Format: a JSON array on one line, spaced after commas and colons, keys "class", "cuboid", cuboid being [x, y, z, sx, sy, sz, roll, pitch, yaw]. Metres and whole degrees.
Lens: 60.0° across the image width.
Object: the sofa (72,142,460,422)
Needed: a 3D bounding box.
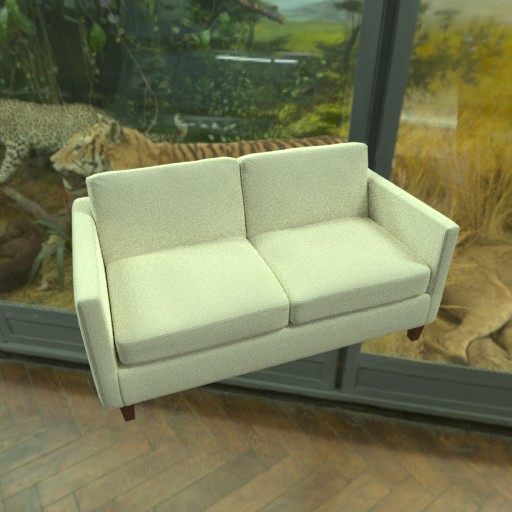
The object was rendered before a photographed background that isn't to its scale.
[{"class": "sofa", "cuboid": [0.000, 0.000, 2.277, 1.702, 0.888, 0.964, -11, 33, -17]}]
